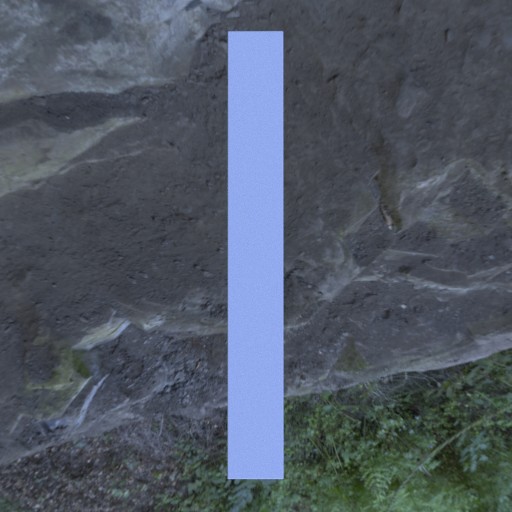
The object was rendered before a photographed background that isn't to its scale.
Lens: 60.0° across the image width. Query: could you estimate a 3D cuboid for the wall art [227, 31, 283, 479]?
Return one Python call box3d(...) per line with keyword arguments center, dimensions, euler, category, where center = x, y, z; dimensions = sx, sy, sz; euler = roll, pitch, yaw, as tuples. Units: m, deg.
box3d(center=(0.000, 0.000, 0.453), dimensions=(0.038, 0.305, 0.305), euler=(0, 89, 0), category="wall art")
